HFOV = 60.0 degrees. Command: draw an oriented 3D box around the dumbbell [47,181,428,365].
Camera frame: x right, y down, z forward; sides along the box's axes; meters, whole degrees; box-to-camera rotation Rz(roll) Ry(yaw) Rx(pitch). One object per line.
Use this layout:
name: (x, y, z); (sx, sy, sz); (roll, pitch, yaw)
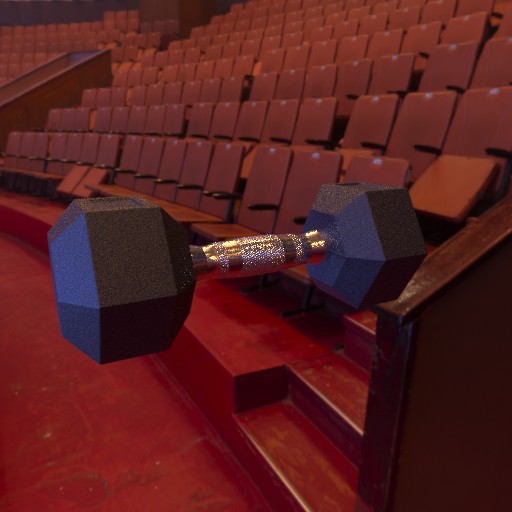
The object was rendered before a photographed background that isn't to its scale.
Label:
dumbbell: (0.000, 0.000, 0.325); (0.272, 0.092, 0.106); (-8, 17, -26)
